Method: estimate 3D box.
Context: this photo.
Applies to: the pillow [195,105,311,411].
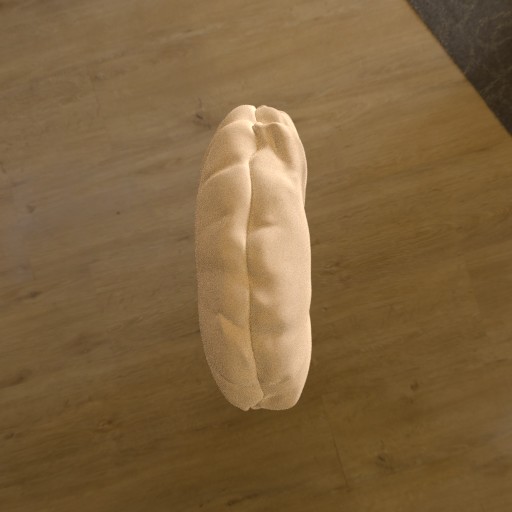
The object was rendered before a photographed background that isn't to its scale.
[{"bbox_3d":[0.000,0.000,0.639,0.148,0.407,0.428,0,90,1],"label":"pillow"}]
